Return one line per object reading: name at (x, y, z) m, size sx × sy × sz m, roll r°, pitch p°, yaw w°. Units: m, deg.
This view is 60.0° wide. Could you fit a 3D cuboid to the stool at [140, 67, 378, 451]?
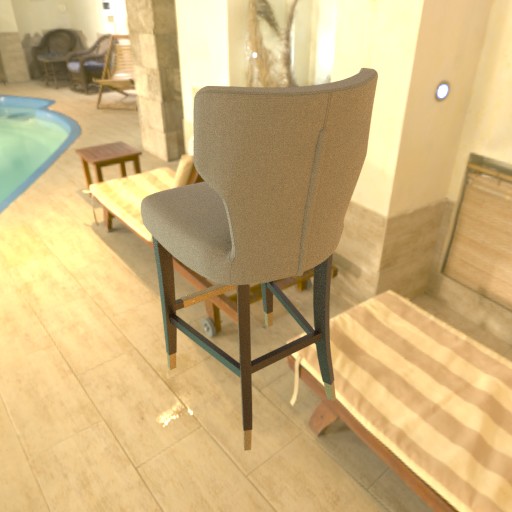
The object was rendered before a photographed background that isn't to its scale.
stool at (0.000, 0.000, 1.383) m, size 0.526 × 1.092 × 0.563 m, roll -19°, pitch 35°, yaw -29°
